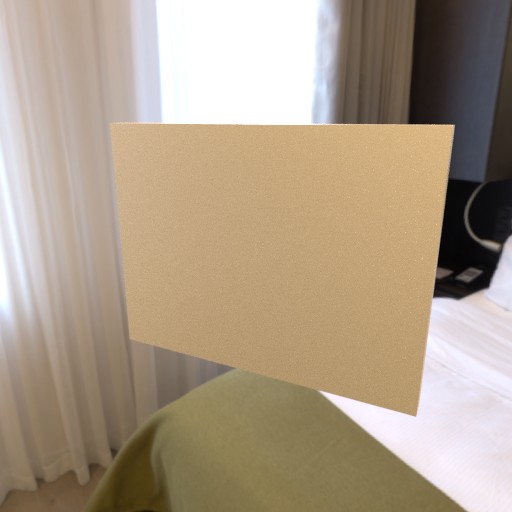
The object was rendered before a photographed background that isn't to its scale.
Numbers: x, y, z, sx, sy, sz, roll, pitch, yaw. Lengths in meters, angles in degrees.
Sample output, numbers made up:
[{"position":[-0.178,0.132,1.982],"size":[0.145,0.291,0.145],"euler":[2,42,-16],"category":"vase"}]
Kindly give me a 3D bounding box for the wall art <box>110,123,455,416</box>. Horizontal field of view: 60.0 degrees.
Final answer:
[{"position":[0.000,0.000,1.403],"size":[1.056,0.801,0.066],"euler":[8,19,25],"category":"wall art"}]
